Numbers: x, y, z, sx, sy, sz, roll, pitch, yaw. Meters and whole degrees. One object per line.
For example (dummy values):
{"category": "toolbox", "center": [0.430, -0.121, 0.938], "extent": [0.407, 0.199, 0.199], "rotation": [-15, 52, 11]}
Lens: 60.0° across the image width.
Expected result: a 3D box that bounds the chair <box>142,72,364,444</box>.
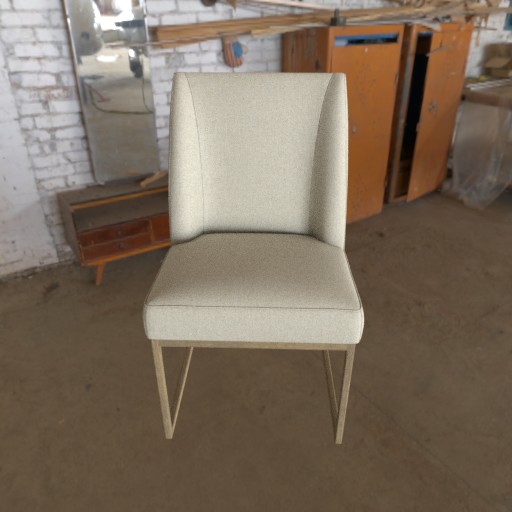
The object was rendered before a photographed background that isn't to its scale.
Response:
{"category": "chair", "center": [0.000, 0.000, 1.195], "extent": [0.508, 0.863, 0.522], "rotation": [1, 30, 2]}
